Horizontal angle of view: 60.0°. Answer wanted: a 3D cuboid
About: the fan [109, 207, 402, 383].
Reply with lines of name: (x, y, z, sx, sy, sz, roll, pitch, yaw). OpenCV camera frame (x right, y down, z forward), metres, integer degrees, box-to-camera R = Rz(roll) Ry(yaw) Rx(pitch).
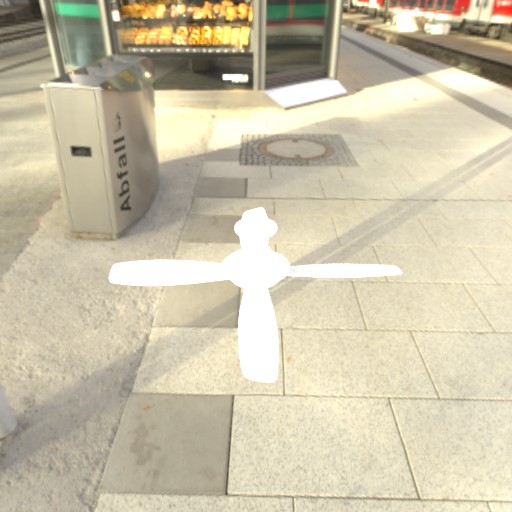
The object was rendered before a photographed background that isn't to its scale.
fan: (0.000, 0.000, 2.537, 1.693, 0.382, 1.694, -1, 31, -1)
